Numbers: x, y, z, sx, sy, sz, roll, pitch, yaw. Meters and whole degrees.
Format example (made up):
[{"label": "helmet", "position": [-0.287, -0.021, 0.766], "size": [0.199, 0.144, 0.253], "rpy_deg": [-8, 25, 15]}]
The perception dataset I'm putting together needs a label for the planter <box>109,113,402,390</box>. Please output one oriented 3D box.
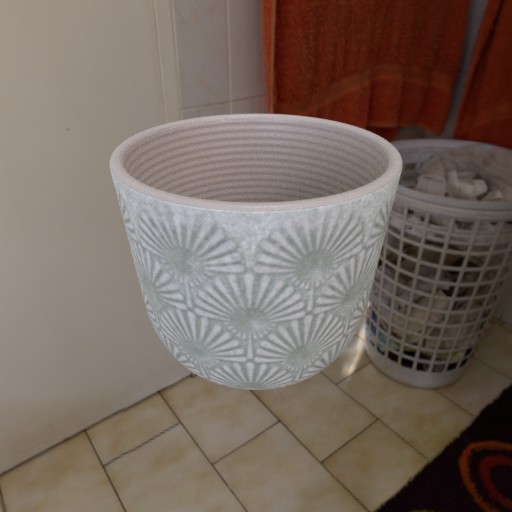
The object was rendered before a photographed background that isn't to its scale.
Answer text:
[{"label": "planter", "position": [0.000, 0.000, 0.304], "size": [0.170, 0.152, 0.170], "rpy_deg": [0, 31, 0]}]
